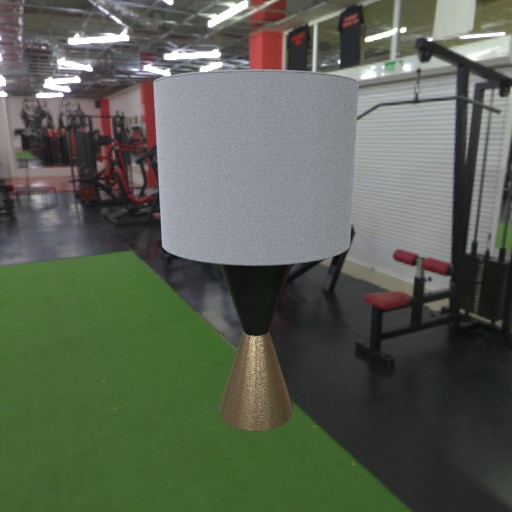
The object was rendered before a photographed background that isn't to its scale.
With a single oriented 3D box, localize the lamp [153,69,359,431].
[{"bbox_3d":[0.000,0.000,0.738,0.304,0.573,0.304,-7,16,-25],"label":"lamp"}]
